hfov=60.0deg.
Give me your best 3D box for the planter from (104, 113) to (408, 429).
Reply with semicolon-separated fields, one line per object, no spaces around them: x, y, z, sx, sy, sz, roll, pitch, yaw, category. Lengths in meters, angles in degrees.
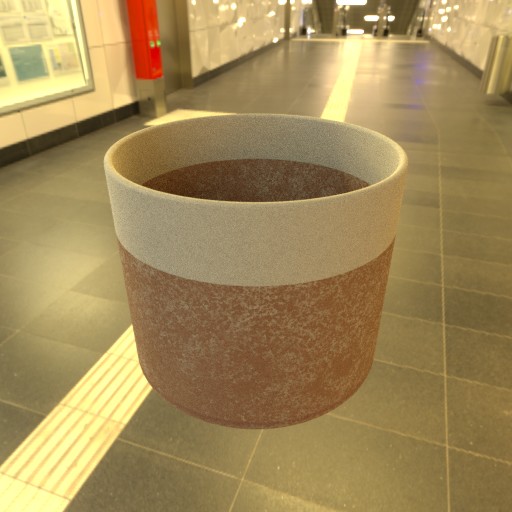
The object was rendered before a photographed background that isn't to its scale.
0.000;0.000;0.274;0.159;0.138;0.159;0;30;0;planter
